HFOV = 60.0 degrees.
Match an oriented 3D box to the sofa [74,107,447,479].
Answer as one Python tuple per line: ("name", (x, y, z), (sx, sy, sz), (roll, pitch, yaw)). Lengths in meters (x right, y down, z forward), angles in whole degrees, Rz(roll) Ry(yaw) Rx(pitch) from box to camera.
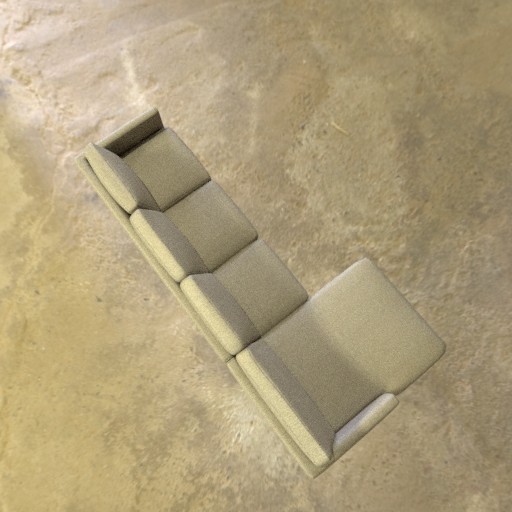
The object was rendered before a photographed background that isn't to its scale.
("sofa", (0.000, 0.000, 3.774), (1.502, 0.876, 3.201), (-37, 77, -10))
